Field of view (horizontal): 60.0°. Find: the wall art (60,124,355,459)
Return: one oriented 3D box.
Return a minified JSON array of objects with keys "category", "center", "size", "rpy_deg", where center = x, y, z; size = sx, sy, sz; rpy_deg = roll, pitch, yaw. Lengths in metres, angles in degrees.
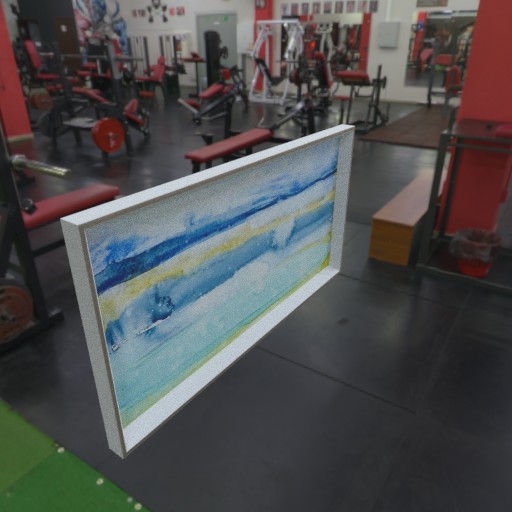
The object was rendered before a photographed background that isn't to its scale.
[{"category":"wall art","center":[0.000,0.000,0.957],"size":[0.038,0.431,0.812],"rpy_deg":[18,32,32]}]
